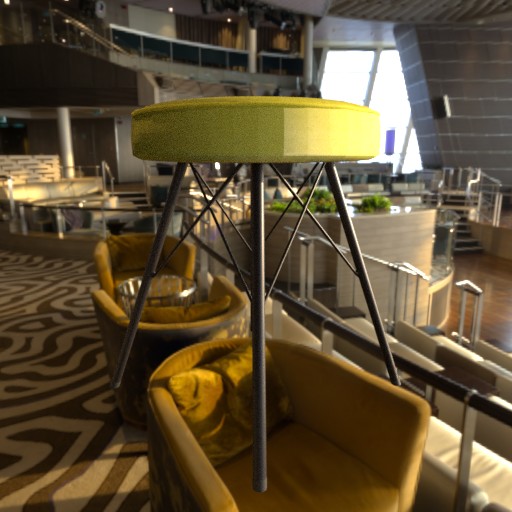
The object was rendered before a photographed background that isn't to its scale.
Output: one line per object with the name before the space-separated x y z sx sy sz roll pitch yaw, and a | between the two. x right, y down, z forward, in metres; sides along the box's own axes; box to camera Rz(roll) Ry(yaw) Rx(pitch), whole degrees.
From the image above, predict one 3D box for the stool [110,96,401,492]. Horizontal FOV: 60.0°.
stool | 0.000 0.000 0.796 0.409 0.508 0.409 12 17 43
